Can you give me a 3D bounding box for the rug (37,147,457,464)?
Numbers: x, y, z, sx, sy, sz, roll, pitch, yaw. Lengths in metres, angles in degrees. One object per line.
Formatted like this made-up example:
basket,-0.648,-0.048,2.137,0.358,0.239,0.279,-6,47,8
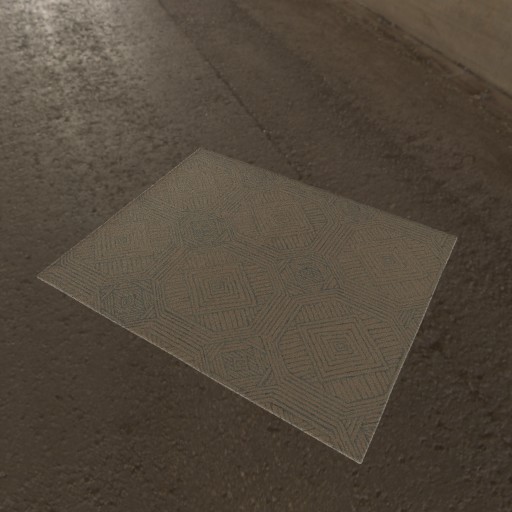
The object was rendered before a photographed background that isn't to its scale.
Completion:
rug,0.000,0.000,4.089,3.049,0.015,2.457,24,50,21
